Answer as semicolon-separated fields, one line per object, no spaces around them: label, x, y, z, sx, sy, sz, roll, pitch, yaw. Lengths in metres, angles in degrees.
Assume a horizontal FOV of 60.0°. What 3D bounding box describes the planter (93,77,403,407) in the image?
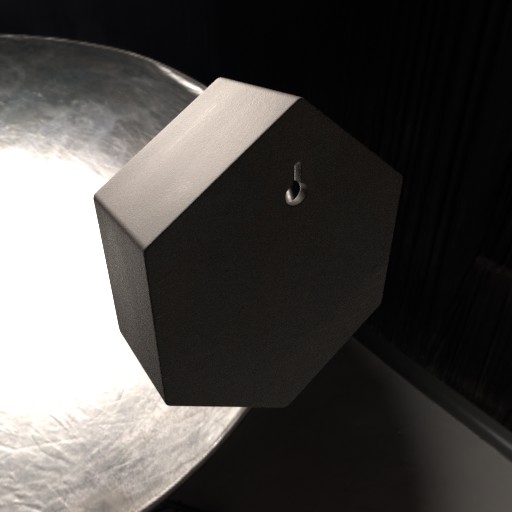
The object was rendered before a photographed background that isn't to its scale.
planter;0.000;0.000;0.285;0.169;0.206;0.077;-19;35;-29
